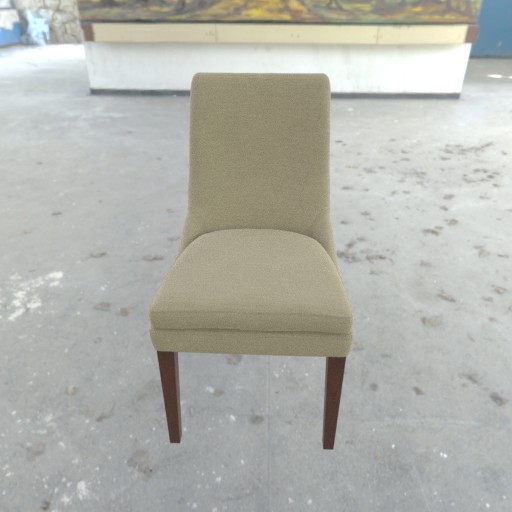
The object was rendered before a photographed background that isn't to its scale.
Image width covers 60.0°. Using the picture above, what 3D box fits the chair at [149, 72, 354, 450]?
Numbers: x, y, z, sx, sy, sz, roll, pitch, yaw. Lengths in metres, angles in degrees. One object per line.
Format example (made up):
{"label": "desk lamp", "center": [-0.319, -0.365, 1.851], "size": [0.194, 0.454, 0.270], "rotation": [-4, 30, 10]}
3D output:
{"label": "chair", "center": [0.000, 0.000, 1.321], "size": [0.515, 0.940, 0.638], "rotation": [1, 31, 2]}
